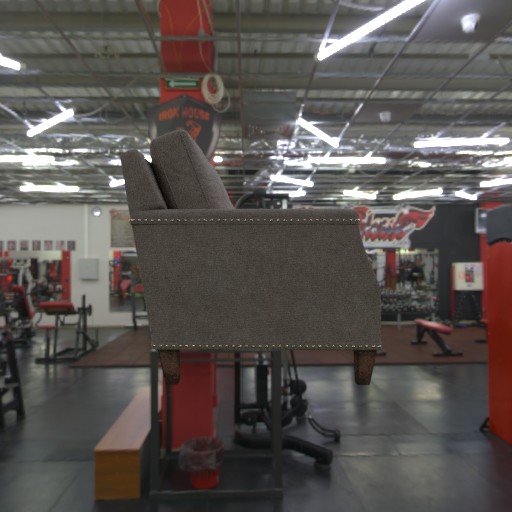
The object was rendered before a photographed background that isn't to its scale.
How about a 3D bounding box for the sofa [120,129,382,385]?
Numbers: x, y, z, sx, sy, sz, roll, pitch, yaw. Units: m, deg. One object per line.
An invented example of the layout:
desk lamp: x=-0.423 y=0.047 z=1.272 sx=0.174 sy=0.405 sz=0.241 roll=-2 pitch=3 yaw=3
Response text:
sofa: x=0.000 y=0.000 z=2.786 sx=1.034 sy=1.042 sz=2.226 roll=0 pitch=-1 yaw=1
